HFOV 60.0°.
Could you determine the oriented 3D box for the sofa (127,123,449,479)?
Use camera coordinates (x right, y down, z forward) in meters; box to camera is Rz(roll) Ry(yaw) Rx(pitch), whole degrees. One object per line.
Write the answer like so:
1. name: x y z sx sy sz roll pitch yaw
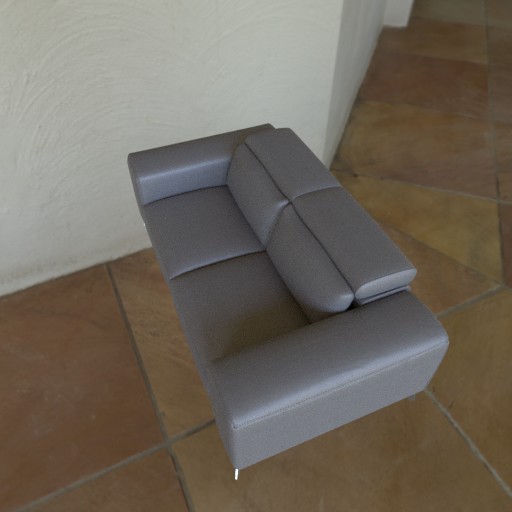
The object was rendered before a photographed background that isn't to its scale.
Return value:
1. sofa: 0.000 0.000 2.481 1.024 0.753 1.930 -17 49 -15
